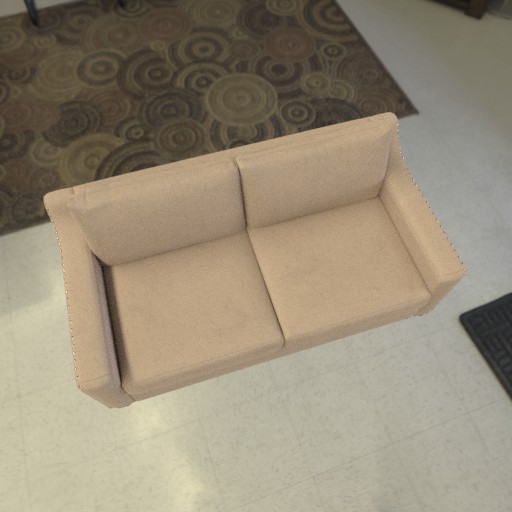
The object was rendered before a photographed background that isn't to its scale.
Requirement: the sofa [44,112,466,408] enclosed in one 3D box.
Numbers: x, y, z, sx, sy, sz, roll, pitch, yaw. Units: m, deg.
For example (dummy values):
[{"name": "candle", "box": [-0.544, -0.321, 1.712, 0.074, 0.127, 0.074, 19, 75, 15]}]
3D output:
[{"name": "sofa", "box": [0.000, 0.000, 2.432, 1.967, 0.901, 1.030, -15, 63, -8]}]
